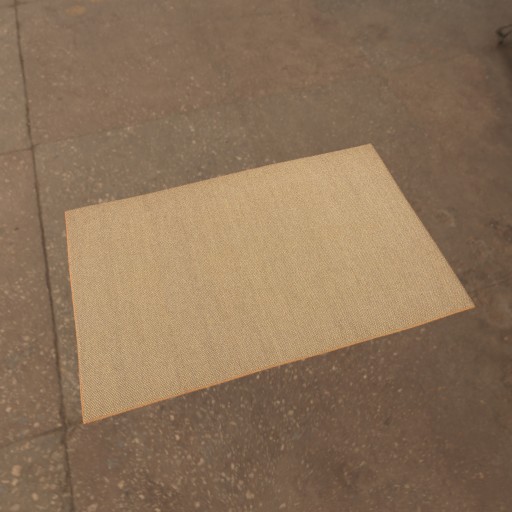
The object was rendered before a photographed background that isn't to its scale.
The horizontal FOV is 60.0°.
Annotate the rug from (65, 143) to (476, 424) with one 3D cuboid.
[{"bbox_3d":[0.000,0.000,2.071,1.678,0.013,1.078,-14,58,-9],"label":"rug"}]
